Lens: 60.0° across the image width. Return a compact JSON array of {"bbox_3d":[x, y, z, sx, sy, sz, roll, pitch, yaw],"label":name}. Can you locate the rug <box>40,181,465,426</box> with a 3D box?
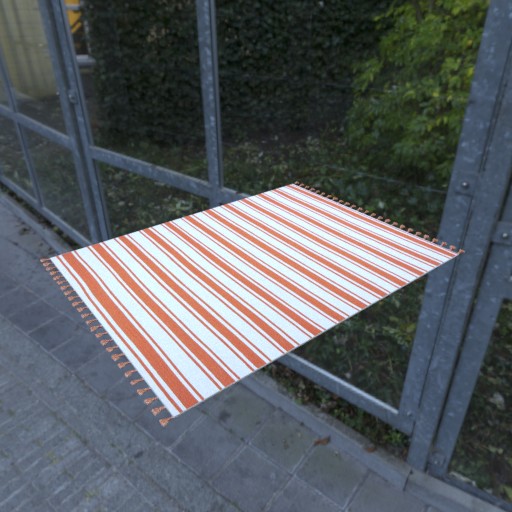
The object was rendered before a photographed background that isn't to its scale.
[{"bbox_3d":[0.000,0.000,4.336,3.369,0.035,2.451,-22,37,-32],"label":"rug"}]
